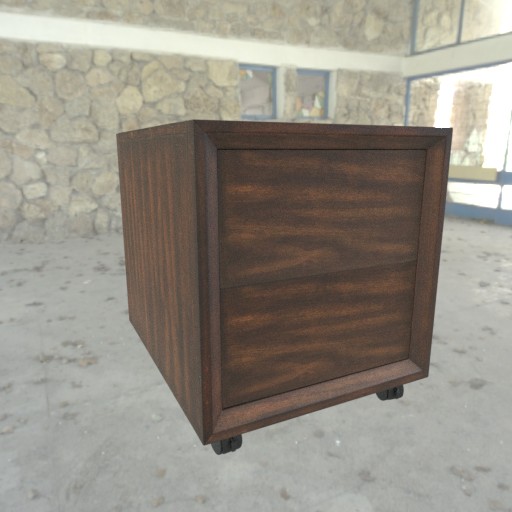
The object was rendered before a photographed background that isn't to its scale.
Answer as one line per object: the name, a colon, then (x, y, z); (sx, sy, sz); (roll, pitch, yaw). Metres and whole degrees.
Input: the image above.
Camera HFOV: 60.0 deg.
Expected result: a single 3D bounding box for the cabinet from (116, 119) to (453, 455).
cabinet: (0.000, 0.000, 0.838); (0.402, 0.455, 0.500); (-7, 15, -26)
